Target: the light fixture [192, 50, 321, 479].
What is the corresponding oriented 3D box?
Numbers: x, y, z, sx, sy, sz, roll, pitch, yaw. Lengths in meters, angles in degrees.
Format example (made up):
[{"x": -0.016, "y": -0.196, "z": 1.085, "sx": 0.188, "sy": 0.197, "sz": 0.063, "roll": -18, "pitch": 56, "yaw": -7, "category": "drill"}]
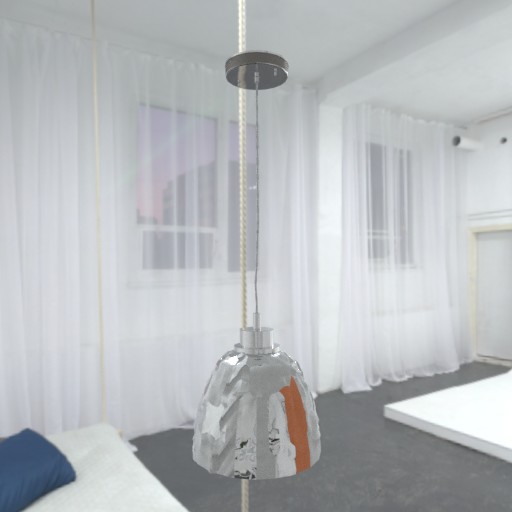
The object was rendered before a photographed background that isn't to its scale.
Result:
[{"x": 0.000, "y": 0.000, "z": 1.738, "sx": 0.496, "sy": 1.511, "sz": 0.500, "roll": -1, "pitch": -2, "yaw": 36, "category": "light fixture"}]
